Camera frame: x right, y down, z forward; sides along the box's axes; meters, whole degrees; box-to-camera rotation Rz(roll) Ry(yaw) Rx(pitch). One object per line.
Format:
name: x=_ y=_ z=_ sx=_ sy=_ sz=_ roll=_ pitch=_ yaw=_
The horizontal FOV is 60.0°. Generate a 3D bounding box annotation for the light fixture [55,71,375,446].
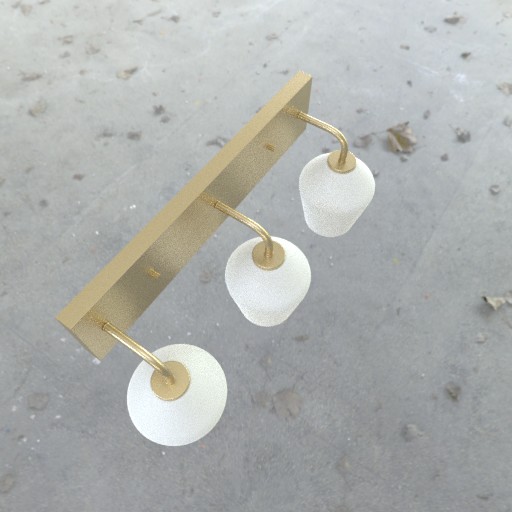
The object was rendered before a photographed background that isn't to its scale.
light fixture: x=0.000 y=0.000 z=0.710 sx=0.190 sy=0.280 sz=0.609 roll=30 pitch=63 yaw=17
